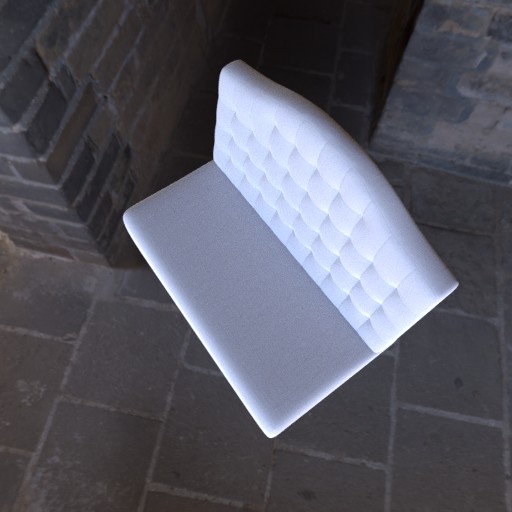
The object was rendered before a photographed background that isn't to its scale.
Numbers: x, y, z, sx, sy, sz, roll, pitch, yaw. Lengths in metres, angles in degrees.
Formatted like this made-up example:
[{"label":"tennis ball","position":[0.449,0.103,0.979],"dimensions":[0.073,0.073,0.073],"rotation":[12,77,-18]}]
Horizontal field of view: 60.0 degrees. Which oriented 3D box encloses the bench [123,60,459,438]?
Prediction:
[{"label":"bench","position":[0.000,0.000,2.047],"dimensions":[0.815,1.180,1.335],"rotation":[-33,69,-14]}]
